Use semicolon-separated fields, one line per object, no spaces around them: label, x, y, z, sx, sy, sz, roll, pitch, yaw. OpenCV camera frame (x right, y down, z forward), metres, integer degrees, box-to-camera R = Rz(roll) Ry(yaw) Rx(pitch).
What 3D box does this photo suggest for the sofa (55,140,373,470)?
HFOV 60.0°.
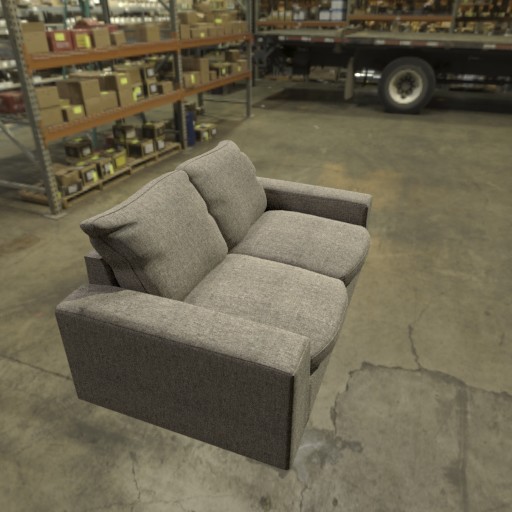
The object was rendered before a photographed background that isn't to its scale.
sofa;0.000;0.000;2.391;1.094;0.877;1.758;11;31;18
